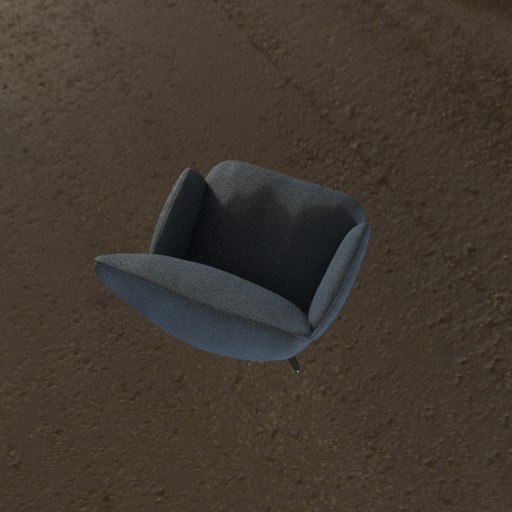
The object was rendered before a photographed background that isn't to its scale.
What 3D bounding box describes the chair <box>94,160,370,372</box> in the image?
[{"bbox_3d":[0.000,0.000,1.598,0.711,1.016,0.889,19,65,9],"label":"chair"}]
